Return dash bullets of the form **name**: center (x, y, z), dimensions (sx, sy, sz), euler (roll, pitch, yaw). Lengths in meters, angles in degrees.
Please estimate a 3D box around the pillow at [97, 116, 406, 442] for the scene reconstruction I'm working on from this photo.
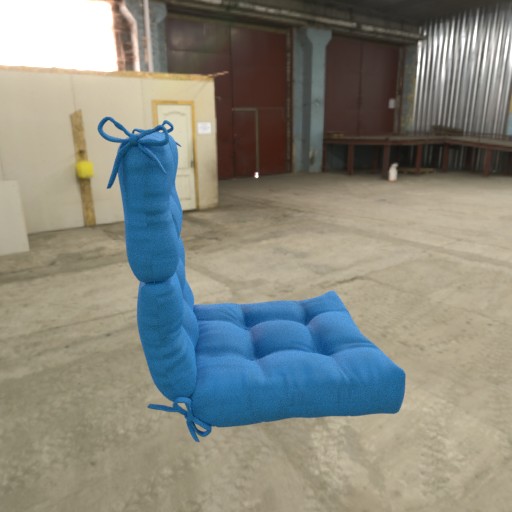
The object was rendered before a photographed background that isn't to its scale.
- **pillow**: center (0.000, 0.000, 1.022), dimensions (0.571, 0.605, 0.519), euler (-2, 16, -8)
